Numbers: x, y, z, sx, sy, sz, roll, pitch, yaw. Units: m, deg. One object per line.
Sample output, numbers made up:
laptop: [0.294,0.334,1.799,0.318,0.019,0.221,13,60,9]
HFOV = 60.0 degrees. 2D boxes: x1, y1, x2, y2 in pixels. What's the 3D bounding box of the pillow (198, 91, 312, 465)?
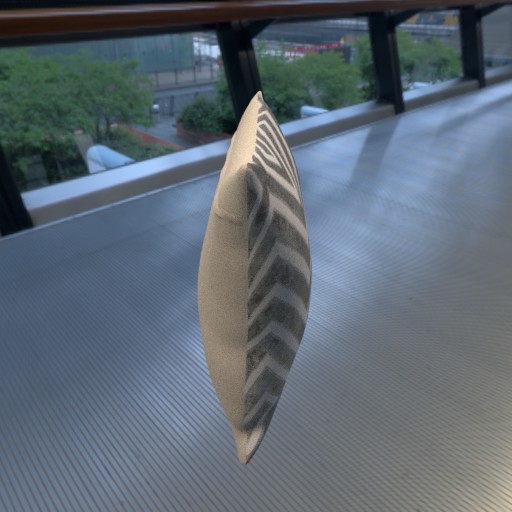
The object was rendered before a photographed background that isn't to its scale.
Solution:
pillow: [0.000,0.000,0.709,0.182,0.441,0.440,1,30,2]
